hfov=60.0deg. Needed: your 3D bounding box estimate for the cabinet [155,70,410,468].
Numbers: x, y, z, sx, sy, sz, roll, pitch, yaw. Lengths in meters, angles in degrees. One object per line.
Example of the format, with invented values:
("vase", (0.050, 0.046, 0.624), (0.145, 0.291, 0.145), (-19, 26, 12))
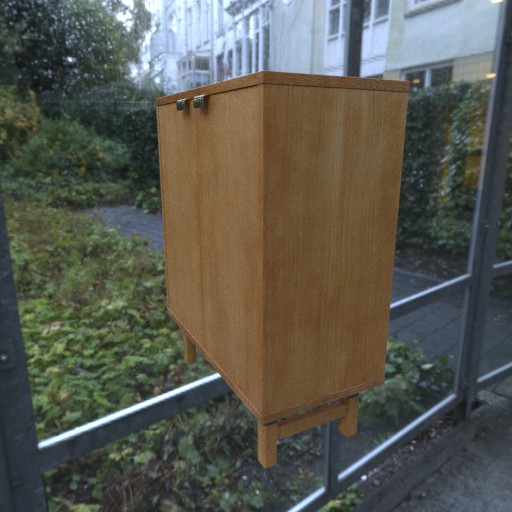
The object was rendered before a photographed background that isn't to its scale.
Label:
("cabinet", (0.000, 0.000, 1.433), (0.419, 1.001, 0.800), (-8, 17, -26))
